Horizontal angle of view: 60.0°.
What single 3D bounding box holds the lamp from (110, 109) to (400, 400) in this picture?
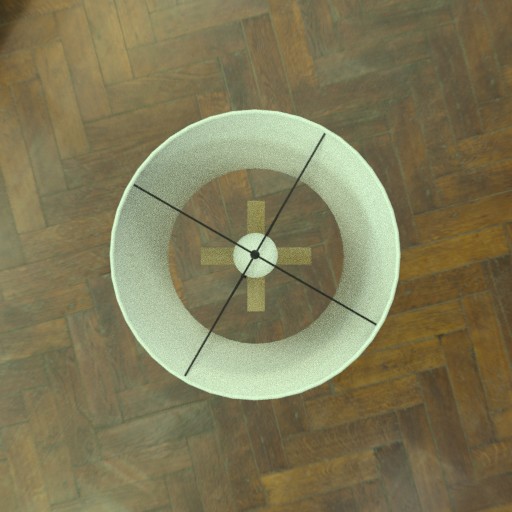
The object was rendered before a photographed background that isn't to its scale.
[{"bbox_3d":[0.000,0.000,0.560,0.229,0.428,0.229,0,90,0],"label":"lamp"}]
